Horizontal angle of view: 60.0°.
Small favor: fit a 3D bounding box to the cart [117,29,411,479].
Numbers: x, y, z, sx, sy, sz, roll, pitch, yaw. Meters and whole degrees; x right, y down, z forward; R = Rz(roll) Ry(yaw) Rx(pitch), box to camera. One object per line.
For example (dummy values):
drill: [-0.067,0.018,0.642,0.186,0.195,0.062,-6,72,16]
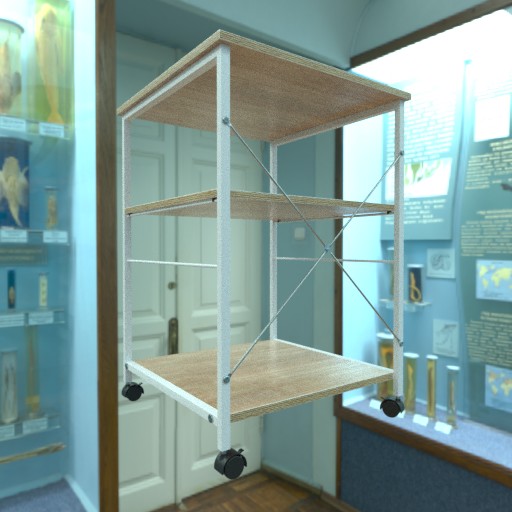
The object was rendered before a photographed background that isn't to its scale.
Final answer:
cart: [0.000,0.000,1.101,0.521,0.762,0.520,-1,1,-36]
